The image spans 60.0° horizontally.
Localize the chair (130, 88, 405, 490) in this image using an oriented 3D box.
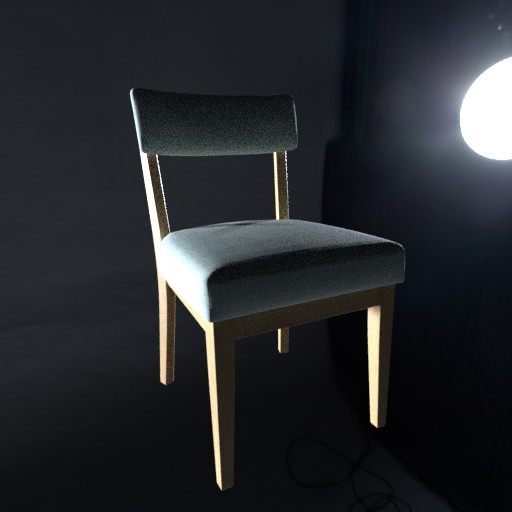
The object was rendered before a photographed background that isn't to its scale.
[{"bbox_3d":[0.000,0.000,1.148,0.508,0.832,0.572,-8,18,-27],"label":"chair"}]
